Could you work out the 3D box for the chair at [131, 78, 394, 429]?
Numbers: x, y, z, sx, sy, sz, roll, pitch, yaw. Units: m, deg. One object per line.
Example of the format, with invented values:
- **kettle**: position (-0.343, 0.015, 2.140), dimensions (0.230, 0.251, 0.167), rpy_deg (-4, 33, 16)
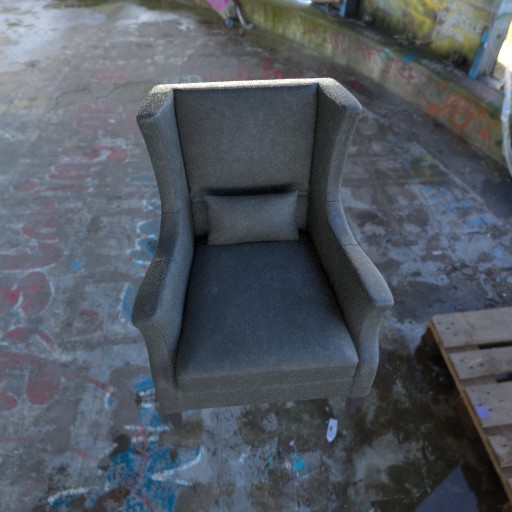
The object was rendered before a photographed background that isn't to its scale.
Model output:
- **chair**: position (0.000, 0.000, 1.698), dimensions (0.853, 1.016, 0.926), rpy_deg (-4, 46, -4)
